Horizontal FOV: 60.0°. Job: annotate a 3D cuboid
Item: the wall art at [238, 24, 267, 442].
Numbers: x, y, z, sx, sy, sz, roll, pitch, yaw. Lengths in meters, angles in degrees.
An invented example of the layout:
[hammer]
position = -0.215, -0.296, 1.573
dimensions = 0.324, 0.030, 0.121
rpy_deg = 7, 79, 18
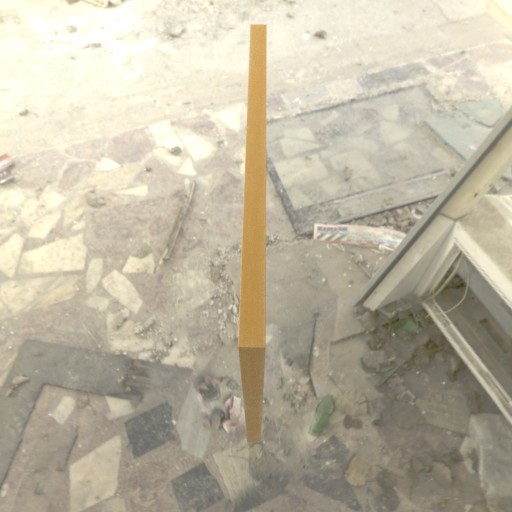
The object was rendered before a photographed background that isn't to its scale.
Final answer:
[wall art]
position = 0.000, 0.000, 1.125
dimensions = 0.037, 0.760, 0.762
rpy_deg = 1, 58, 0
